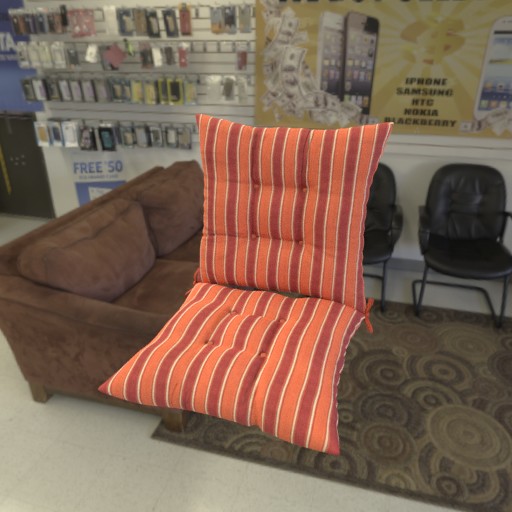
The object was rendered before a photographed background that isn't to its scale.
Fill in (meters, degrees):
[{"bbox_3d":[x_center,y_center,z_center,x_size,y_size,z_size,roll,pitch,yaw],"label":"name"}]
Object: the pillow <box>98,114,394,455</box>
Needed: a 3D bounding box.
[{"bbox_3d":[0.000,0.000,0.999,0.541,0.536,0.585,8,27,17],"label":"pillow"}]
